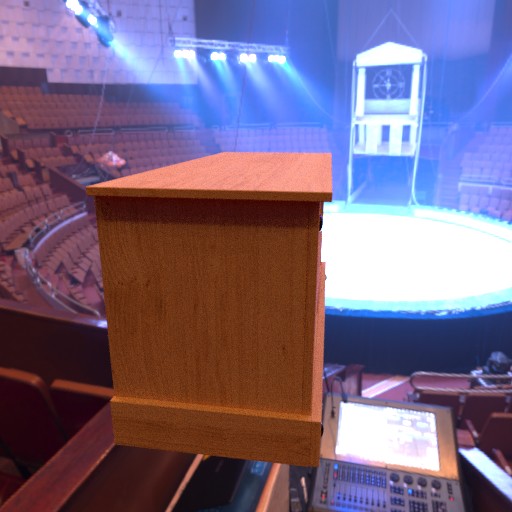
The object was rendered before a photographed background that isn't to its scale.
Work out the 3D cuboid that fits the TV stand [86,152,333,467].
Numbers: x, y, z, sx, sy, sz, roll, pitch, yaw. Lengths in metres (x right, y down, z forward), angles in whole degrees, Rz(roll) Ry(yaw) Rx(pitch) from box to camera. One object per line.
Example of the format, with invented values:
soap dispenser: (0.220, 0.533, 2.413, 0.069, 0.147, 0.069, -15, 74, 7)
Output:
TV stand: (0.000, 0.000, 1.342, 0.440, 0.550, 1.080, 3, 17, 9)
